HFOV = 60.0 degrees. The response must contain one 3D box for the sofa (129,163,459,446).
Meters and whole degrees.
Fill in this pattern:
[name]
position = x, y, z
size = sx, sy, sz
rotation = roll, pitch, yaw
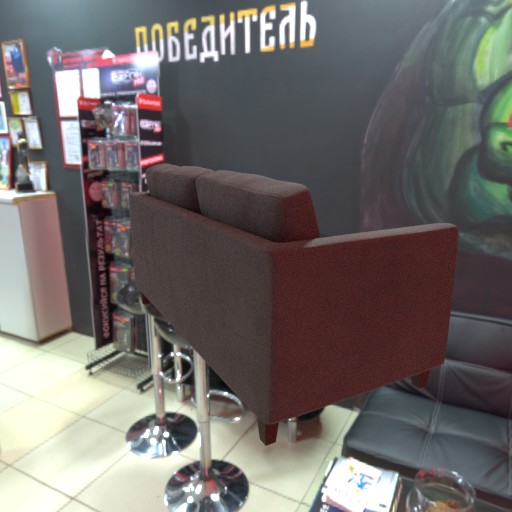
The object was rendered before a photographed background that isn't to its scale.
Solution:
[sofa]
position = 0.000, 0.000, 2.452
size = 0.950, 0.963, 1.884
rotation = -8, 17, -28
